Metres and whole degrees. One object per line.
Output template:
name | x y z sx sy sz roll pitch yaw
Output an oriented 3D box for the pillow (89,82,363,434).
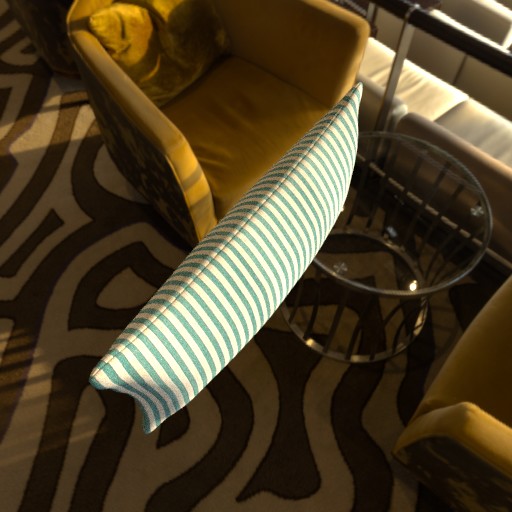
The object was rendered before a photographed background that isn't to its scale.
pillow | 0.000 0.000 0.730 0.151 0.295 0.617 31 62 18
